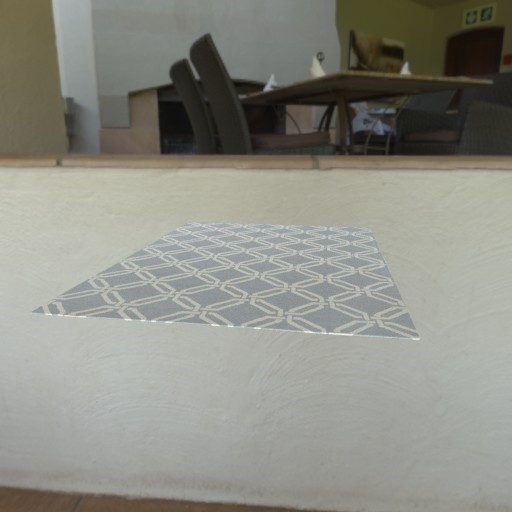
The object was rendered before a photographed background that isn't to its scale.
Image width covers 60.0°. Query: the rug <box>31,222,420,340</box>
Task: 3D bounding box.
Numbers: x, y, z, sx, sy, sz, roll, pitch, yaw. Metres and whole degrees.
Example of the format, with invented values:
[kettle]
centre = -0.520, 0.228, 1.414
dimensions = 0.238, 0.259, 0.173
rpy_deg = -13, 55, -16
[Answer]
[rug]
centre = 0.000, 0.000, 2.695
dimensions = 1.522, 0.013, 2.133
rpy_deg = 2, 15, 9
